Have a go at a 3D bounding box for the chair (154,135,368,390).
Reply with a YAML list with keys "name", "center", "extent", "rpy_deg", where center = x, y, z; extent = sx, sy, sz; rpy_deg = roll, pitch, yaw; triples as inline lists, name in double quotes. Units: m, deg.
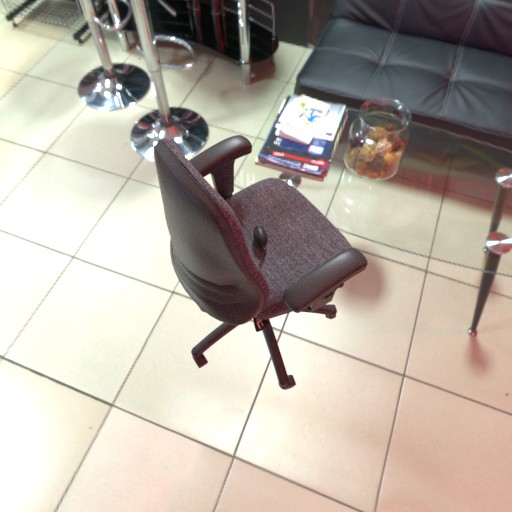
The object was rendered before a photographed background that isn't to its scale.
- name: "chair"
  center: [0.000, 0.000, 1.241]
  extent: [0.530, 0.910, 0.550]
  rpy_deg: [-32, 63, -18]
